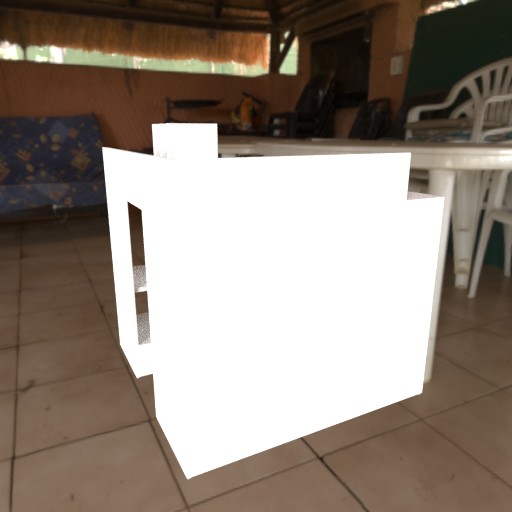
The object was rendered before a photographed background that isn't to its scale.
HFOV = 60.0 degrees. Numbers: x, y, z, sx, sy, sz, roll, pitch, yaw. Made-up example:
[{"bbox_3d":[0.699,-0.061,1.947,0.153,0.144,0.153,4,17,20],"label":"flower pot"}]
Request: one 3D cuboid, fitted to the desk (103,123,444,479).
[{"bbox_3d":[0.000,0.000,1.753,0.940,0.986,0.940,-8,18,-27],"label":"desk"}]
